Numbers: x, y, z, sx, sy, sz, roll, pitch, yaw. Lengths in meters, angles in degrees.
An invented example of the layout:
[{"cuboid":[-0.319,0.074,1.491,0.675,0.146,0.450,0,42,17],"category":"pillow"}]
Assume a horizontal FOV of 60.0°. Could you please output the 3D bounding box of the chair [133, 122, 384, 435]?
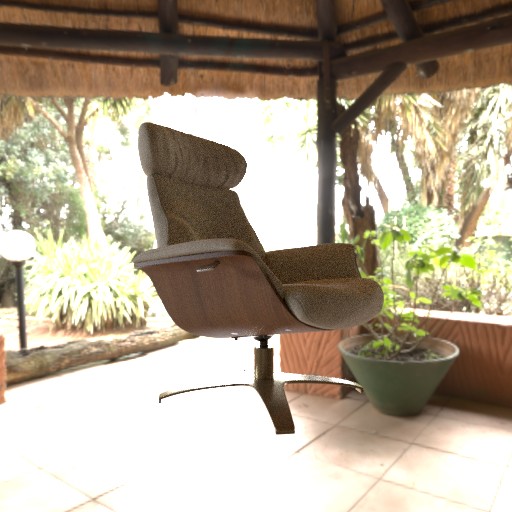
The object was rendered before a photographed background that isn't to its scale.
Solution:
[{"cuboid":[0.000,0.000,1.590,0.837,0.995,0.785,0,0,37],"category":"chair"}]
